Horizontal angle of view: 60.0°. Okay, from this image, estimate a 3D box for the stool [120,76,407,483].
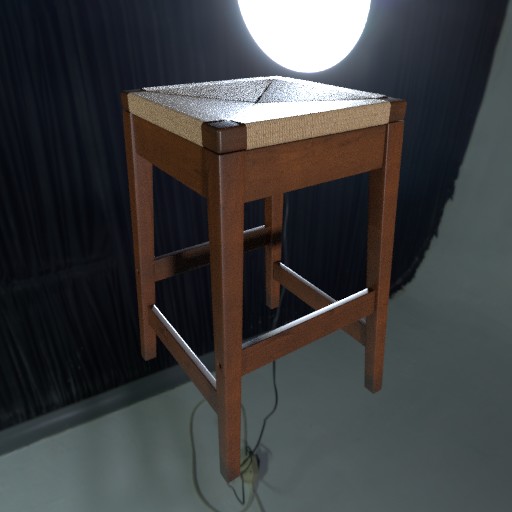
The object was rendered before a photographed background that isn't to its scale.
[{"bbox_3d":[0.000,0.000,1.098,0.497,0.762,0.507,-18,34,-29],"label":"stool"}]
